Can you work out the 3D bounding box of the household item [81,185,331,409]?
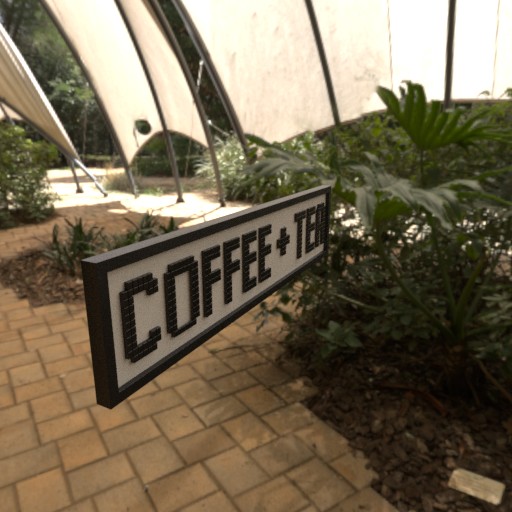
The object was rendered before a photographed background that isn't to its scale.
[{"bbox_3d":[0.000,0.000,1.080,0.030,0.236,1.001,8,18,27],"label":"household item"}]
